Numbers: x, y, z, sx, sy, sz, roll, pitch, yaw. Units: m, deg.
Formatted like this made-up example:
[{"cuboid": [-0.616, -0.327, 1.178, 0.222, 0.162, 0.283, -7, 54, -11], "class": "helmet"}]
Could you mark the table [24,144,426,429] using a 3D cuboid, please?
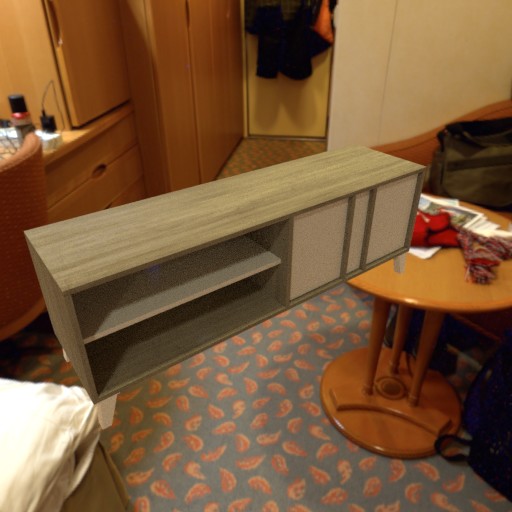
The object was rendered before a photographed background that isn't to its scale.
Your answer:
[{"cuboid": [0.000, 0.000, 1.758, 1.500, 0.530, 0.400, -21, 37, -31], "class": "table"}]
